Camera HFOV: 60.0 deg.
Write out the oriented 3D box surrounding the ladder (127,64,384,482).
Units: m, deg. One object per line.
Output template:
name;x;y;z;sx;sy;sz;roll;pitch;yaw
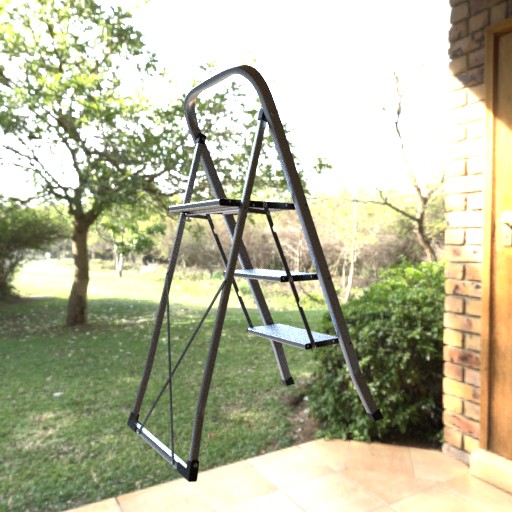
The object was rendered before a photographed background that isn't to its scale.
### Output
ladder;0.000;0.000;1.416;0.704;1.070;0.465;-1;2;-36
